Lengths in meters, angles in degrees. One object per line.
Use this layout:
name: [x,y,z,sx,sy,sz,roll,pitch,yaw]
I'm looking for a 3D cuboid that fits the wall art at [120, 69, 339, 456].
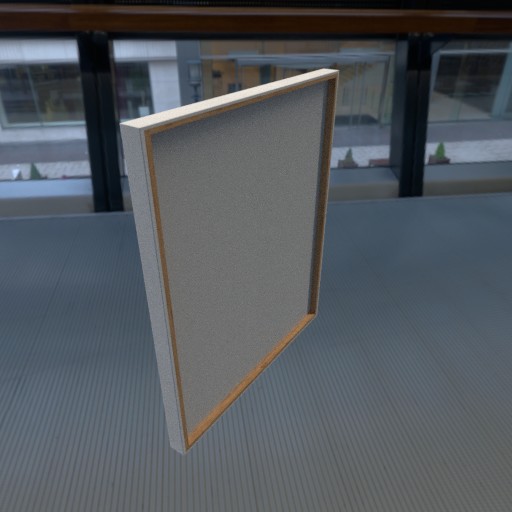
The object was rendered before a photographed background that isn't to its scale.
wall art: [0.000,0.000,0.850,0.037,0.606,0.508,20,37,30]
